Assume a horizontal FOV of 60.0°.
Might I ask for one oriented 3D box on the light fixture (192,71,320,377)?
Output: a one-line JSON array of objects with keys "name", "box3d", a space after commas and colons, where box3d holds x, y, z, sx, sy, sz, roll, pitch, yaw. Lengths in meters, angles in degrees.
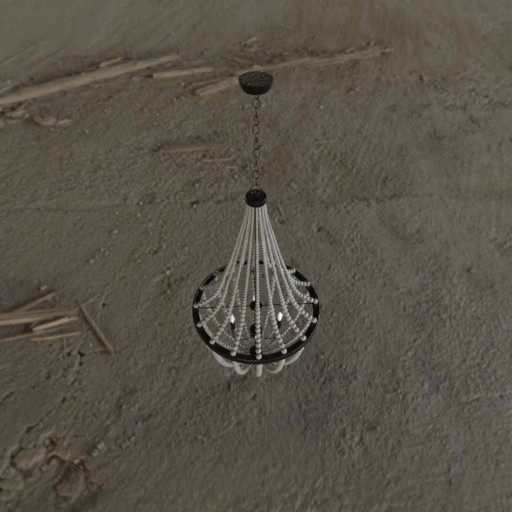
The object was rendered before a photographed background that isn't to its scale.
[{"name": "light fixture", "box3d": [0.000, 0.000, 1.388, 0.450, 1.133, 0.450, 0, 46, 0]}]
